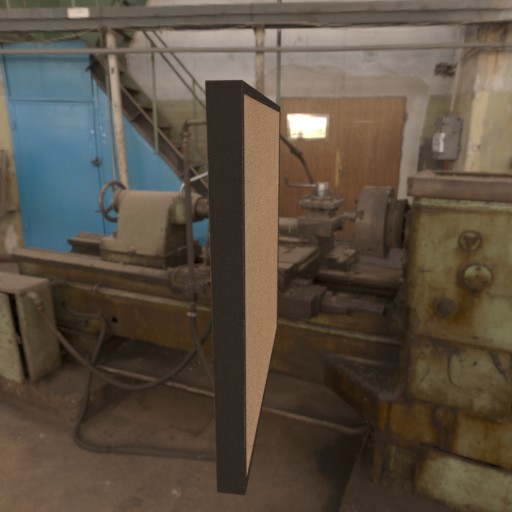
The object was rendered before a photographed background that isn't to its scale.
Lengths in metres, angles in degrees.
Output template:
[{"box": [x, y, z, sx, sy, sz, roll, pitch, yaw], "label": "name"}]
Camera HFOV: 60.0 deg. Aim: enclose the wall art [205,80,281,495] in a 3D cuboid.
[{"box": [0.000, 0.000, 0.756, 0.038, 0.508, 0.508, 2, 16, 7], "label": "wall art"}]
